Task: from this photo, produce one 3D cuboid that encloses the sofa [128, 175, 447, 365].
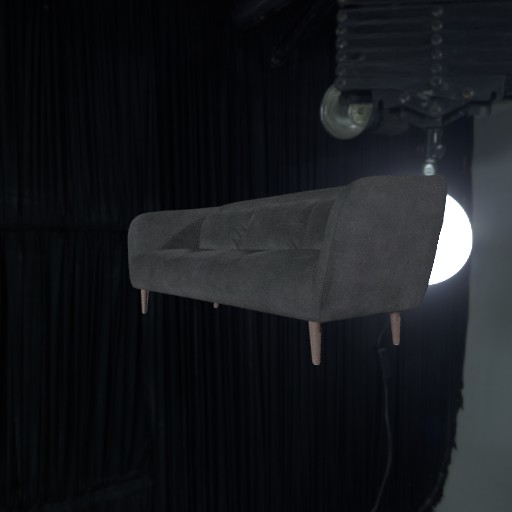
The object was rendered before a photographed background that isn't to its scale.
[{"bbox_3d":[0.000,0.000,2.800,0.956,0.875,2.296,-1,1,-37],"label":"sofa"}]
